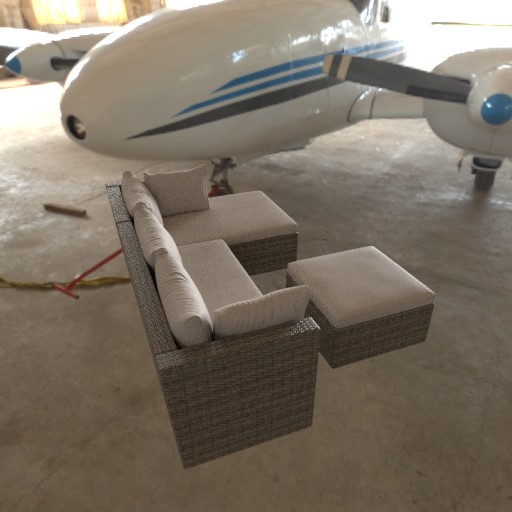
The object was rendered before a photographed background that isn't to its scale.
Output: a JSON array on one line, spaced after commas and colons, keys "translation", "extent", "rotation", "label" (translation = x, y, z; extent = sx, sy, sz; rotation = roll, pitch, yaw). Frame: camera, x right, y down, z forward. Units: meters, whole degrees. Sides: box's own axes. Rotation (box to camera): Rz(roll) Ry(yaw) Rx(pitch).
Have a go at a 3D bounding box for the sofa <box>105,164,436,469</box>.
[{"translation": [0.000, 0.000, 2.946], "extent": [1.662, 0.766, 2.192], "rotation": [-11, 31, -19], "label": "sofa"}]
